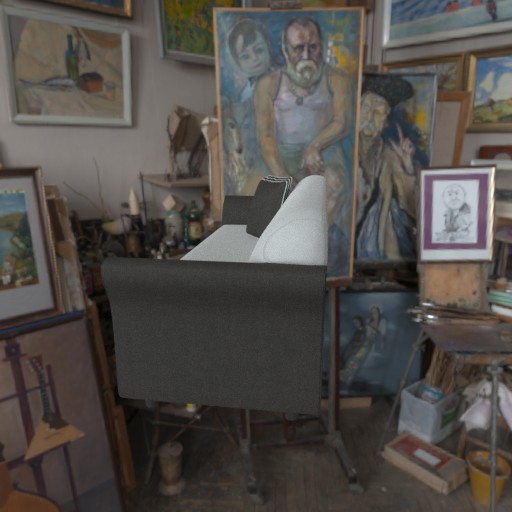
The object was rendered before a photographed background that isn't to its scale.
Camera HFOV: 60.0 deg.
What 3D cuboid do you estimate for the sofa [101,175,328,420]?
[{"bbox_3d":[0.000,0.000,2.437,0.755,0.787,2.001,2,14,8],"label":"sofa"}]
